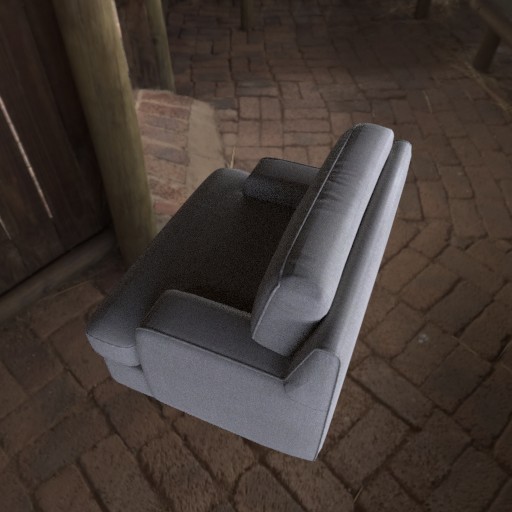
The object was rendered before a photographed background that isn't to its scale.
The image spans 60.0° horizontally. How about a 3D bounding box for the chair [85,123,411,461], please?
[{"bbox_3d":[0.000,0.000,1.987,1.043,0.974,1.270,17,48,16],"label":"chair"}]
